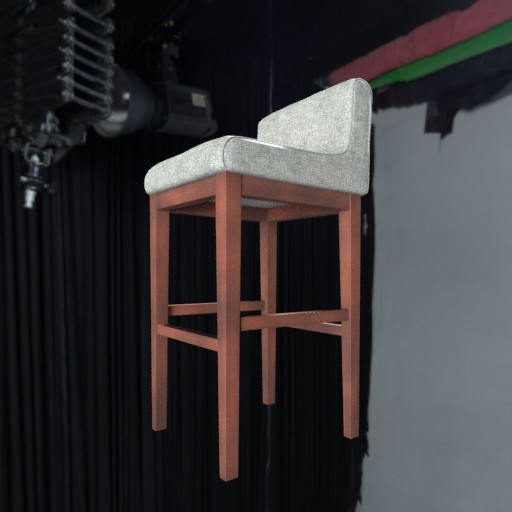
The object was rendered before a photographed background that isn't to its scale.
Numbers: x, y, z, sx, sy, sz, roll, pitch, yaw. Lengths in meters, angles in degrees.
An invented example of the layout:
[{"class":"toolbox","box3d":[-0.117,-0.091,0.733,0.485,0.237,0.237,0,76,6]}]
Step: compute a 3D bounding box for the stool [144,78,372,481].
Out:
[{"class":"stool","box3d":[0.000,0.000,1.228,0.499,0.965,0.426,1,-2,-36]}]
